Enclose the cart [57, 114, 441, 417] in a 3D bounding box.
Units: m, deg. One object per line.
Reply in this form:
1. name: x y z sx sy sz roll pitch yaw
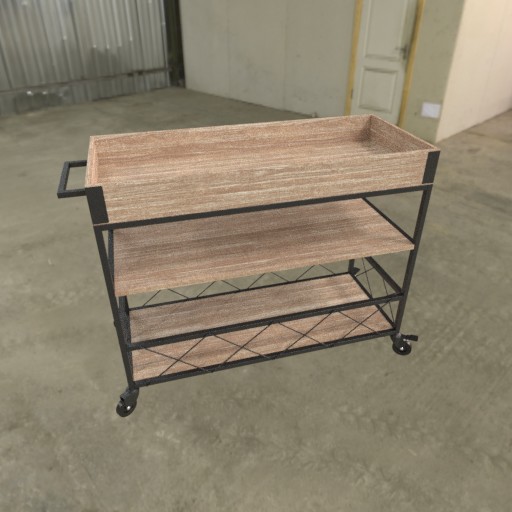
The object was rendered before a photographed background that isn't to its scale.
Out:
1. cart: 0.000 0.000 1.514 1.101 0.787 0.500 -9 33 -13
